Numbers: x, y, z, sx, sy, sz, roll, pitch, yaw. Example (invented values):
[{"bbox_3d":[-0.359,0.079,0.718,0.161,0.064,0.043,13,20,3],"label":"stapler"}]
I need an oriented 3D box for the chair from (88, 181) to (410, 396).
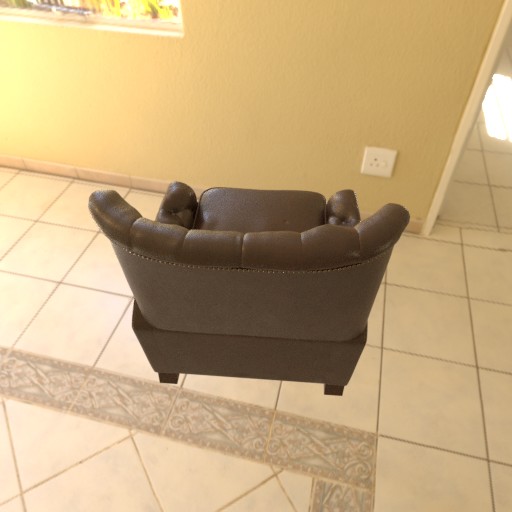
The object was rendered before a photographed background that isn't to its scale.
[{"bbox_3d":[0.000,0.000,1.442,0.709,0.864,0.823,3,46,3],"label":"chair"}]
